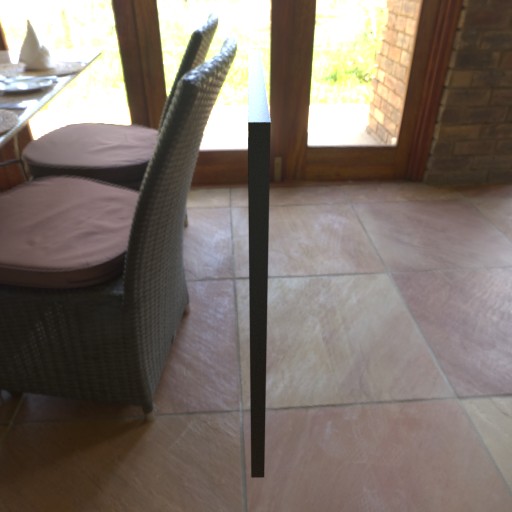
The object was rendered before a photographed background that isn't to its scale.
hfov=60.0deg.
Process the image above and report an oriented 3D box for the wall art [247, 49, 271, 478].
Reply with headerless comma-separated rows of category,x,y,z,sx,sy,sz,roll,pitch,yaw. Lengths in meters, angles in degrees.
wall art,0.000,0.000,1.376,0.039,1.061,0.804,0,33,-1
